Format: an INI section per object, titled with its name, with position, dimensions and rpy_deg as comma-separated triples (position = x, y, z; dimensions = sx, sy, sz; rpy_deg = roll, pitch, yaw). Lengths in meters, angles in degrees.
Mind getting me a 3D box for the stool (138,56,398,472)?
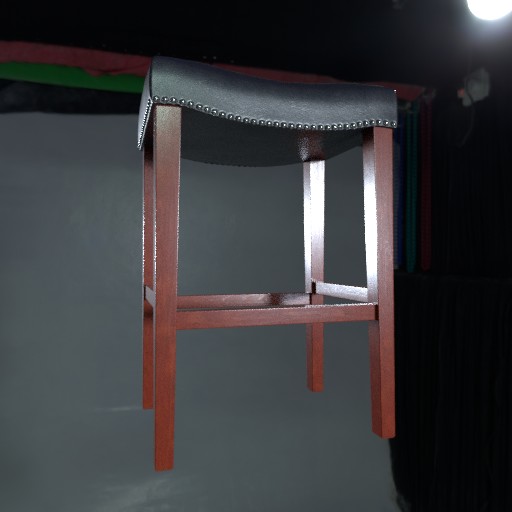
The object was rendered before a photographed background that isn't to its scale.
[stool]
position = 0.000, 0.000, 1.004
dimensions = 0.504, 0.742, 0.372
rpy_deg = 0, 0, -18
